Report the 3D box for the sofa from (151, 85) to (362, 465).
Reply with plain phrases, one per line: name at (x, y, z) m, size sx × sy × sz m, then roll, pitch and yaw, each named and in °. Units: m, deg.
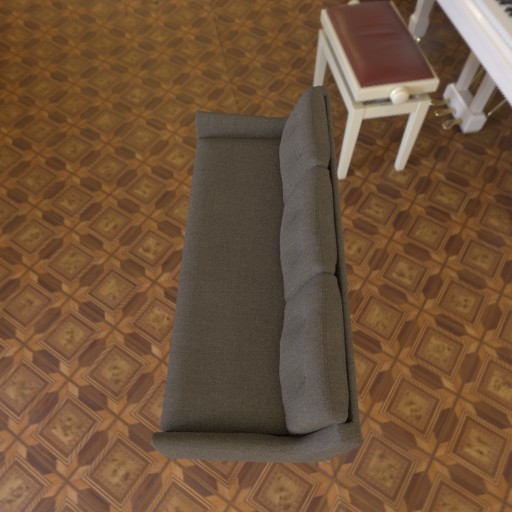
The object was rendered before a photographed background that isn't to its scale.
sofa at (0.000, 0.000, 2.469) m, size 0.849 × 0.837 × 2.060 m, roll 1°, pitch 59°, yaw 1°
